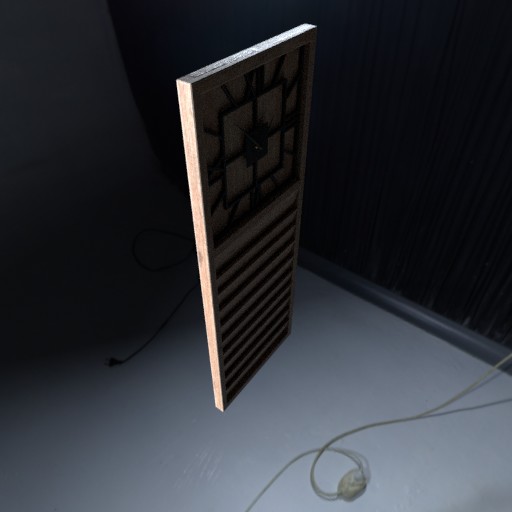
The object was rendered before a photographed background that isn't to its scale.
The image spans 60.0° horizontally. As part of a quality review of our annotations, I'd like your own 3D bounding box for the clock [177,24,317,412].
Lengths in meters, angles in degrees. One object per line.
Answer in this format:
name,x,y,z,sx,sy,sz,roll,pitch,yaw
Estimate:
clock,0.000,0.000,1.089,0.030,0.965,0.361,27,49,26
